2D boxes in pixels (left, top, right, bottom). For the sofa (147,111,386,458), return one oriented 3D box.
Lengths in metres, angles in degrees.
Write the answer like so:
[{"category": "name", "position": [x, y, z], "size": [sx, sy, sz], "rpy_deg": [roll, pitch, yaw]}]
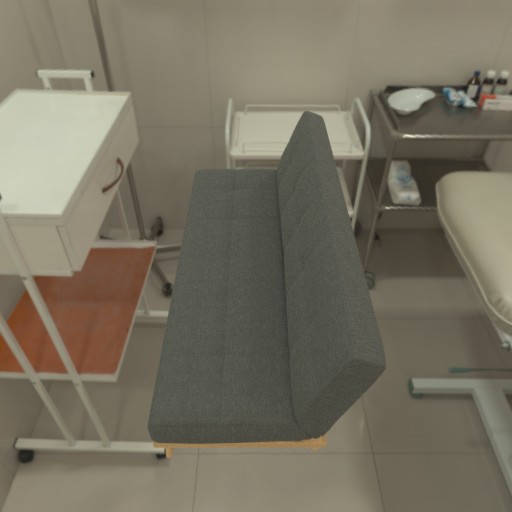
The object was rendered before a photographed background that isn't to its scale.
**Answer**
[{"category": "sofa", "position": [0.000, 0.000, 2.257], "size": [0.820, 0.770, 1.820], "rpy_deg": [0, 42, 0]}]
